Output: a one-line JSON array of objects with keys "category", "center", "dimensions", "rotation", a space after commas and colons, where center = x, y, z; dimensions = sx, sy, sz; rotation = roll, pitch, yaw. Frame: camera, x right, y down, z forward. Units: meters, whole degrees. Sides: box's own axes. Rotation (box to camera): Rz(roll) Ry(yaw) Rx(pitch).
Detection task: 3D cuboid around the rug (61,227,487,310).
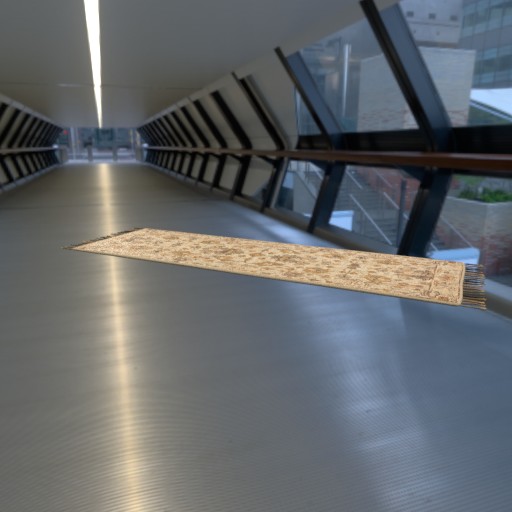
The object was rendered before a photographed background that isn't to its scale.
[{"category": "rug", "center": [0.000, 0.000, 2.628], "dimensions": [2.438, 0.021, 0.729], "rotation": [7, 16, 25]}]
